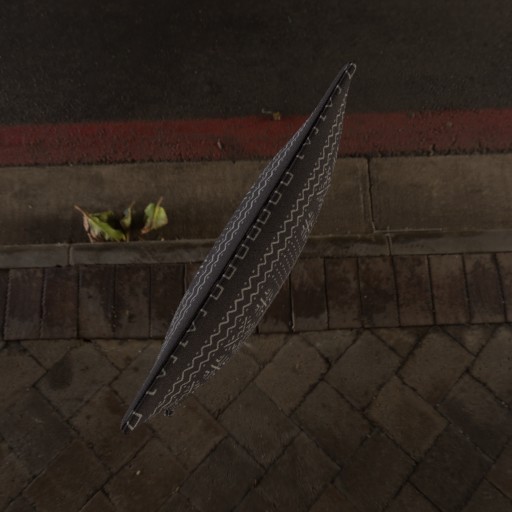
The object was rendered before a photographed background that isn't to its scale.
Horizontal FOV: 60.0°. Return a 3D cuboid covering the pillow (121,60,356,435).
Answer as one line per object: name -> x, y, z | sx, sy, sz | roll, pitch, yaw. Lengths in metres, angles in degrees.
pillow -> 0.000, 0.000, 0.793 | 0.135, 0.322, 0.667 | 30, 77, 8
